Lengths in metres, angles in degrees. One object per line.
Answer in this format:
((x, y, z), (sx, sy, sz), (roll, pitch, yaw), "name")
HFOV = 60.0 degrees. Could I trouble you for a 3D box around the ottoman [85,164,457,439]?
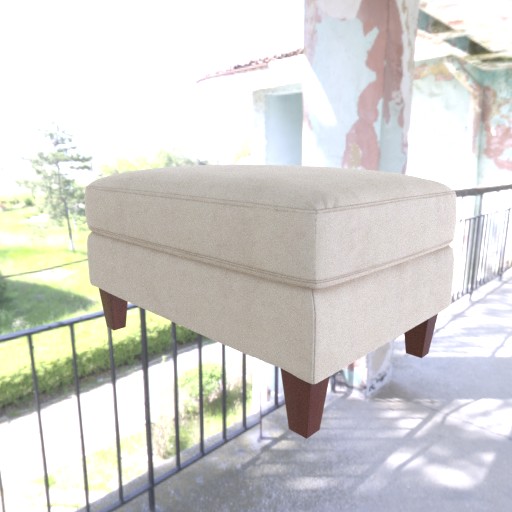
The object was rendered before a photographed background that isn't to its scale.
((0.000, 0.000, 1.199), (0.584, 0.483, 0.864), (-12, 18, -44), "ottoman")
